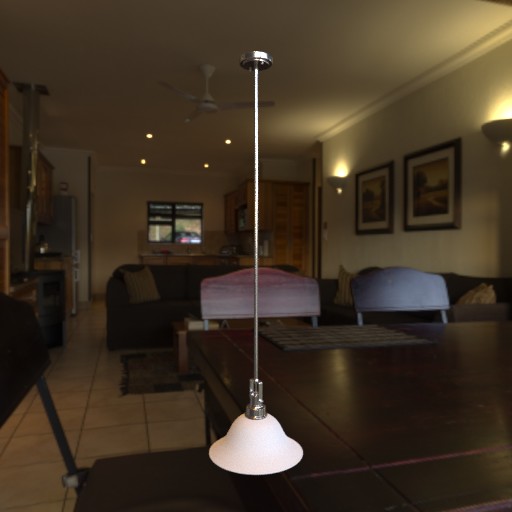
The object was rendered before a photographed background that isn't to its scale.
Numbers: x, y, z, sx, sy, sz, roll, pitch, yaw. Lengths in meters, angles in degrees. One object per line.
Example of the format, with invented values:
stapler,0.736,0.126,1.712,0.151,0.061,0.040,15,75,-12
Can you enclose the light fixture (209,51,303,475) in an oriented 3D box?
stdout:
light fixture,0.000,0.000,1.529,0.324,1.354,0.324,0,1,-35
